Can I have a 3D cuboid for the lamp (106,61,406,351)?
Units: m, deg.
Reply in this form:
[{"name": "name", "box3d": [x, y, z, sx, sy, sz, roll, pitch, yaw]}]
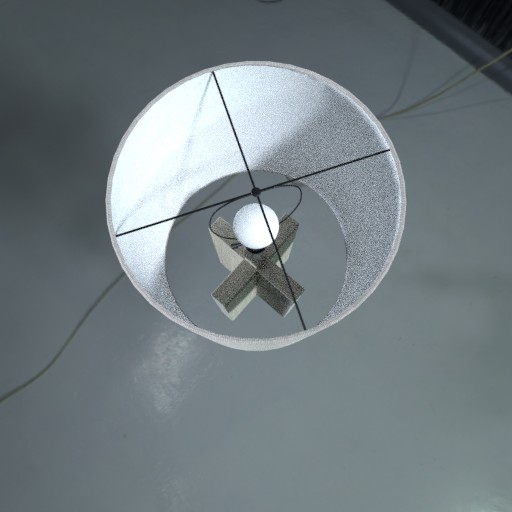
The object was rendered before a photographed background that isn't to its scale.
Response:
[{"name": "lamp", "box3d": [0.000, 0.000, 0.544, 0.229, 0.428, 0.229, 41, 80, 9]}]
